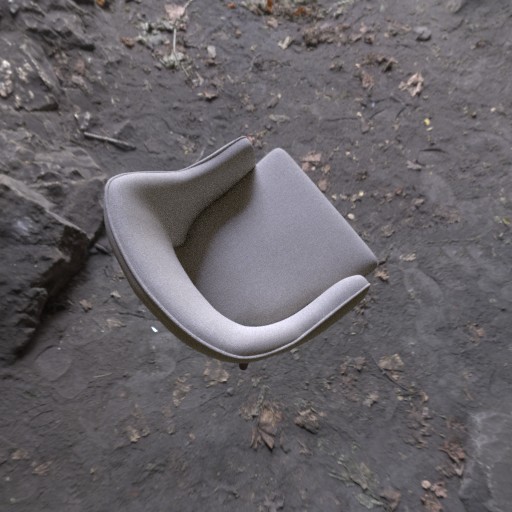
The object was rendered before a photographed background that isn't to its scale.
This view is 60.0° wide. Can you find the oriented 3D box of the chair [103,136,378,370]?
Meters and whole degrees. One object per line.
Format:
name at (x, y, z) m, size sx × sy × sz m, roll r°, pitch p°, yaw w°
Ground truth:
chair at (0.000, 0.000, 1.256) m, size 0.580 × 0.840 × 0.560 m, roll -36°, pitch 78°, yaw -9°
